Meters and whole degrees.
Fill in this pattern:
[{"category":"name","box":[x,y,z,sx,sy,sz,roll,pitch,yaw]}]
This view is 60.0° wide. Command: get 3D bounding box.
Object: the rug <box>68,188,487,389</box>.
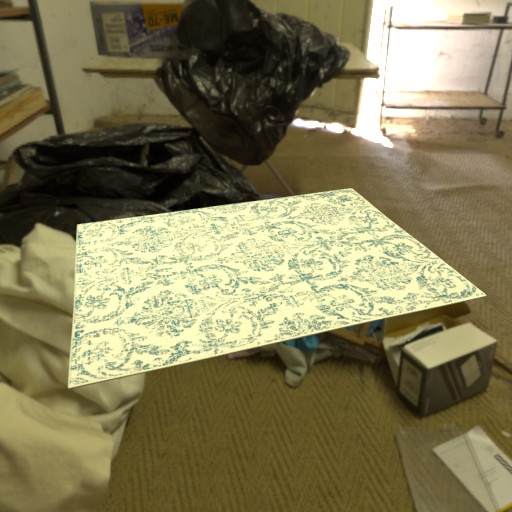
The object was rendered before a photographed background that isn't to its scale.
[{"category":"rug","box":[0.000,0.000,2.826,2.197,0.014,1.586,-9,33,-15]}]
